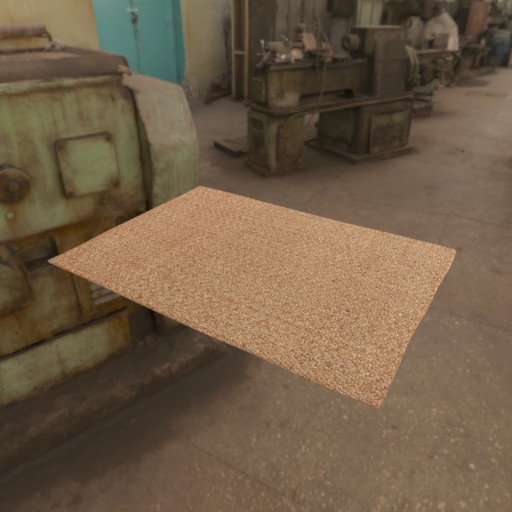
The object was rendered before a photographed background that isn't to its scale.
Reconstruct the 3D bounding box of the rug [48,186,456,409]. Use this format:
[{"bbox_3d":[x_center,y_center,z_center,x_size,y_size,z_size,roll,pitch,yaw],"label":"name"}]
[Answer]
[{"bbox_3d":[0.000,0.000,2.812,2.141,0.013,1.566,17,34,28],"label":"rug"}]
